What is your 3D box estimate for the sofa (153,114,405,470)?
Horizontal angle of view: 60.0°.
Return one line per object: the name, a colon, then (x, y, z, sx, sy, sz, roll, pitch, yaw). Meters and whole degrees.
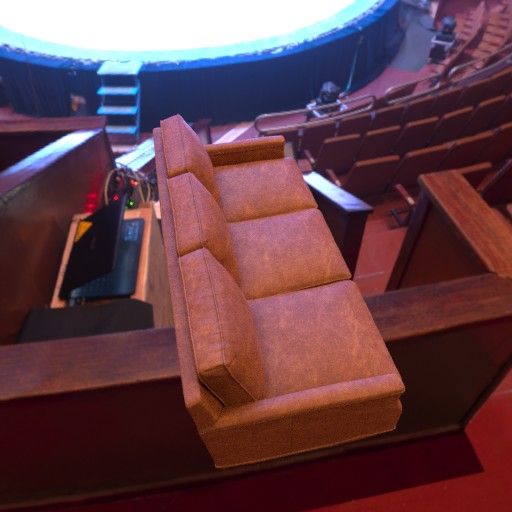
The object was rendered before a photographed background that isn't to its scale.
sofa: (0.000, 0.000, 2.829, 1.084, 1.003, 2.246, -9, 47, -9)
